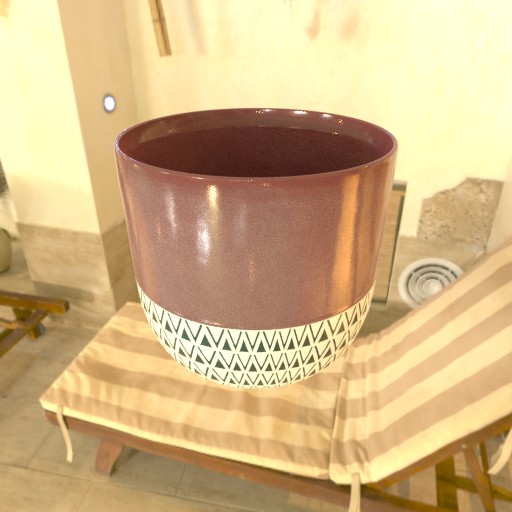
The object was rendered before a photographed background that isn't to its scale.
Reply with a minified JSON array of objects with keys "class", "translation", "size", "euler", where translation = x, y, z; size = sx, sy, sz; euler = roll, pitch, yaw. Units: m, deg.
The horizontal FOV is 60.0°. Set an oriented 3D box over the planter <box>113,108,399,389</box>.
[{"class":"planter","translation":[0.000,0.000,0.493],"size":[0.266,0.270,0.266],"euler":[0,29,0]}]
